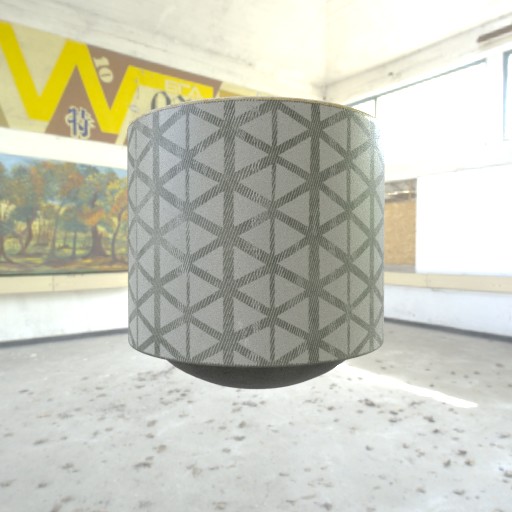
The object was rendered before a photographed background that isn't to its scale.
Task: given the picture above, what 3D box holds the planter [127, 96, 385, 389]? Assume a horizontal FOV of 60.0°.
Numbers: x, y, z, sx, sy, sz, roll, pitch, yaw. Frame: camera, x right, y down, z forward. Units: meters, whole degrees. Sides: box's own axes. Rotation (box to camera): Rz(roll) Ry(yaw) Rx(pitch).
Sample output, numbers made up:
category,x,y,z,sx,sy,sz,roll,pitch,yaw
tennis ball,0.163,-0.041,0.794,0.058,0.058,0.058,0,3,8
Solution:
category,x,y,z,sx,sy,sz,roll,pitch,yaw
planter,0.000,0.000,0.450,0.250,0.239,0.250,0,1,0
